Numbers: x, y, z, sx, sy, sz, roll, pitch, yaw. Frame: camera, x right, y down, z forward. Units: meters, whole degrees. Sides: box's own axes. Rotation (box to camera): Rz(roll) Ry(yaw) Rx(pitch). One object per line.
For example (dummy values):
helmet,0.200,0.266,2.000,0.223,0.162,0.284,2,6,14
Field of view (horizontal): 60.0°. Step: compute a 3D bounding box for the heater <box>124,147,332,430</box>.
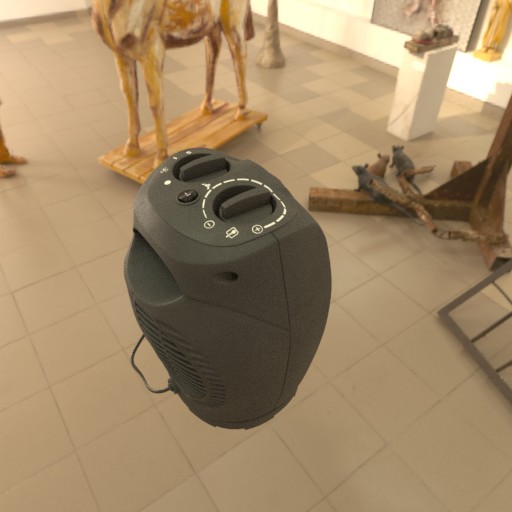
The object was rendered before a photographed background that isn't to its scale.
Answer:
heater,0.000,0.000,0.463,0.291,0.255,0.239,-26,48,-25
